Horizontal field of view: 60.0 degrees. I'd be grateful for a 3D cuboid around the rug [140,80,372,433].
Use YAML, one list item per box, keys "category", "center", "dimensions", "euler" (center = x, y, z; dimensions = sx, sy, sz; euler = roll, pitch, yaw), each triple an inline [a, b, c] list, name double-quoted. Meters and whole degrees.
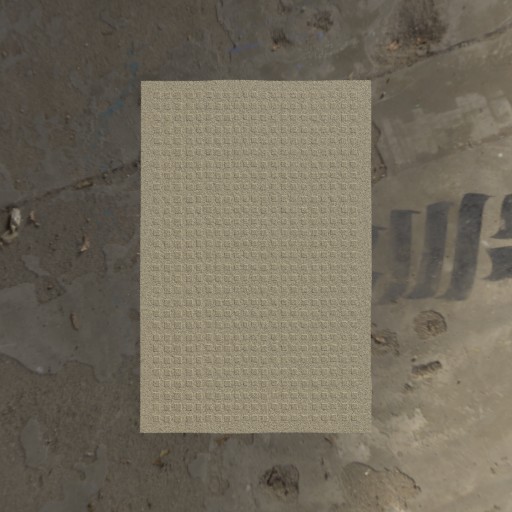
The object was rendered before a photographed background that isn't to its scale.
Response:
- category: "rug"
  center: [0.000, 0.000, 2.194]
  dimensions: [1.143, 0.006, 1.747]
  euler: [0, 89, 0]
